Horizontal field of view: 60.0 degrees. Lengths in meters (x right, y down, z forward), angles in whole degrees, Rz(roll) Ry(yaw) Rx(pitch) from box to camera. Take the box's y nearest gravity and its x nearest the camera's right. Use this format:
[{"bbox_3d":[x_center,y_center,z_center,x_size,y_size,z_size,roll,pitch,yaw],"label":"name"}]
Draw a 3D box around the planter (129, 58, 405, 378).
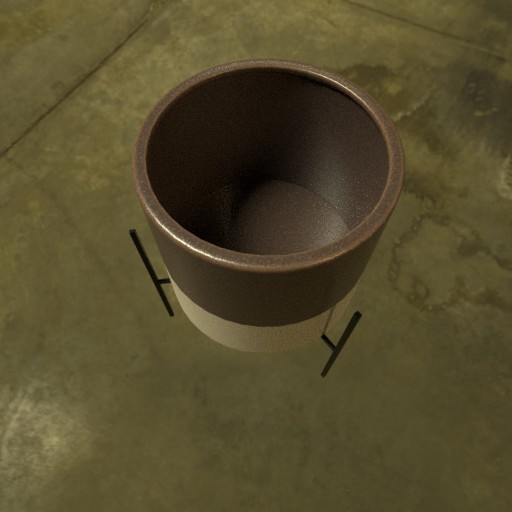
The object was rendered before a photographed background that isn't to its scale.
[{"bbox_3d":[0.000,0.000,0.527,0.260,0.353,0.250,-13,63,-7],"label":"planter"}]
